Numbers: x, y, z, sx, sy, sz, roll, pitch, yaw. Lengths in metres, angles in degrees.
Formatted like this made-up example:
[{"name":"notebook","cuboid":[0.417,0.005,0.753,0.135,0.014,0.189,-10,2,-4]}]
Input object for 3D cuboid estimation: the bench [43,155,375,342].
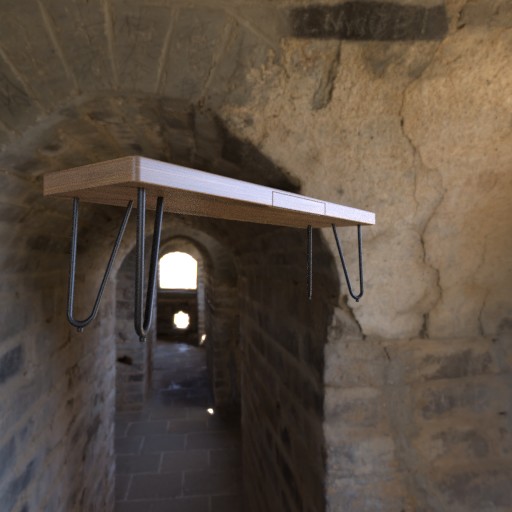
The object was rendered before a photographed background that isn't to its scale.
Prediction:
[{"name":"bench","cuboid":[0.000,0.000,1.805,0.425,0.462,1.570,-1,-1,36]}]
